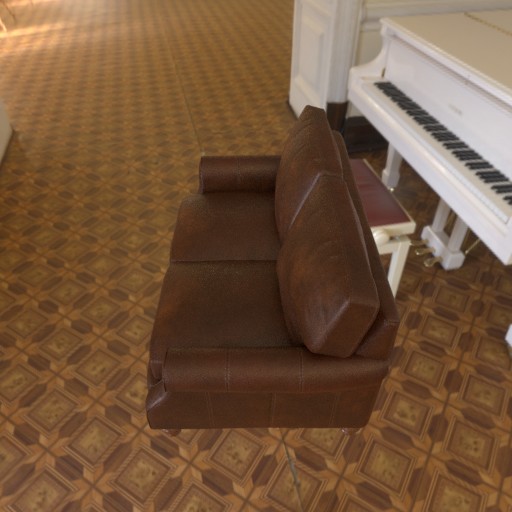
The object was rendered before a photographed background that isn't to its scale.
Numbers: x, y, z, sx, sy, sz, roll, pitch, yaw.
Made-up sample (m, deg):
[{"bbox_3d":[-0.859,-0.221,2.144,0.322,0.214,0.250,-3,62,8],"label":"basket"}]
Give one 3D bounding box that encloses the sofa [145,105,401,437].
[{"bbox_3d":[0.000,0.000,2.227,0.990,0.976,1.616,0,41,0],"label":"sofa"}]
